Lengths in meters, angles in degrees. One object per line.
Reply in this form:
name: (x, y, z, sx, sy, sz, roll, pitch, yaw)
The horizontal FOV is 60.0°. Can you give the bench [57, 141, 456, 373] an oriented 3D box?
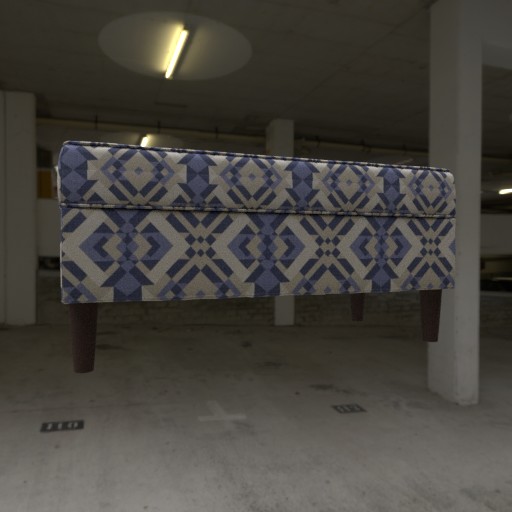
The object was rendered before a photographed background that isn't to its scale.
bench: (0.000, 0.000, 1.270, 1.016, 0.477, 0.492, 0, 1, -20)
